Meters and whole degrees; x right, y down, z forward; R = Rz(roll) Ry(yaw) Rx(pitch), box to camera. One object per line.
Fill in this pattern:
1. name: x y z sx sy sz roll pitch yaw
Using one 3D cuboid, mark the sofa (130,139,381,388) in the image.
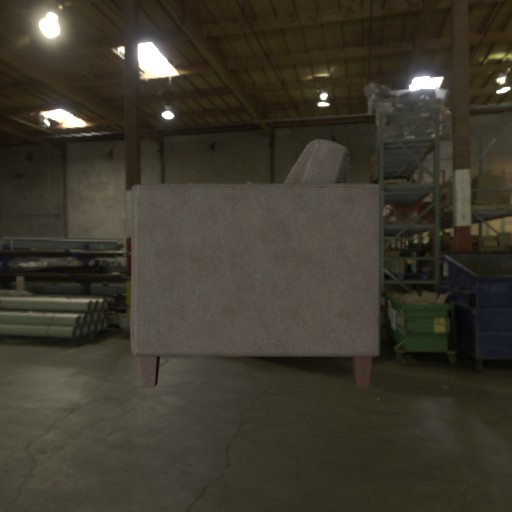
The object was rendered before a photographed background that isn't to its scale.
1. sofa: 0.000 0.000 2.703 0.951 0.965 2.208 0 1 0
